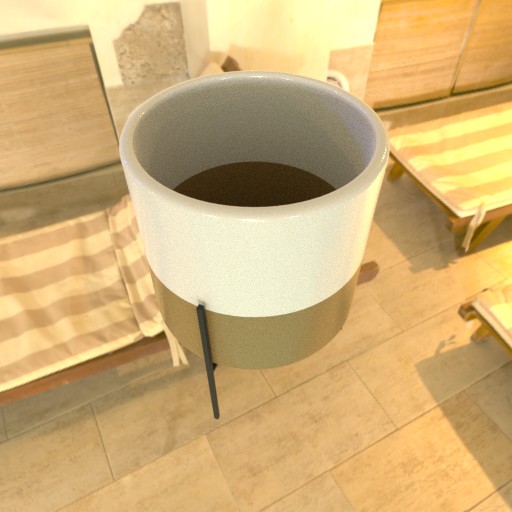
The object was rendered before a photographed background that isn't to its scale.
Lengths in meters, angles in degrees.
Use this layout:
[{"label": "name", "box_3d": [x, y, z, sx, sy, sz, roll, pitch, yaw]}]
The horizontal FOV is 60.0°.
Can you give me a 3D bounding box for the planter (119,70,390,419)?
[{"label": "planter", "box_3d": [0.000, 0.000, 0.658, 0.310, 0.432, 0.310, -17, 49, -15]}]
